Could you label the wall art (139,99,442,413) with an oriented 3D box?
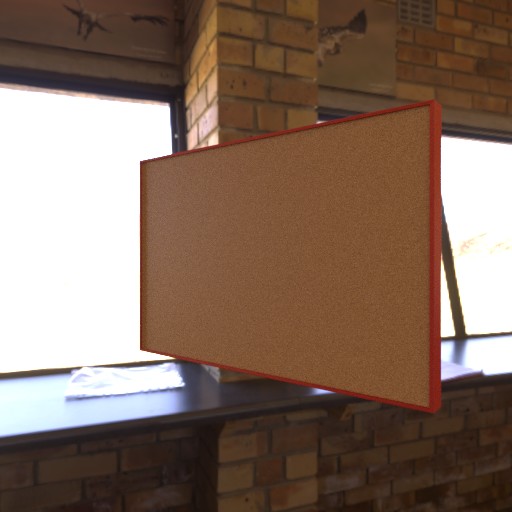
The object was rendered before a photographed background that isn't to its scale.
[{"bbox_3d":[0.000,0.000,0.769,0.607,0.405,0.033,0,0,38],"label":"wall art"}]
